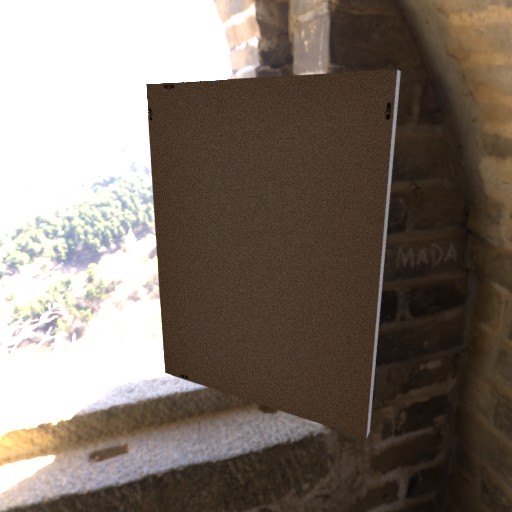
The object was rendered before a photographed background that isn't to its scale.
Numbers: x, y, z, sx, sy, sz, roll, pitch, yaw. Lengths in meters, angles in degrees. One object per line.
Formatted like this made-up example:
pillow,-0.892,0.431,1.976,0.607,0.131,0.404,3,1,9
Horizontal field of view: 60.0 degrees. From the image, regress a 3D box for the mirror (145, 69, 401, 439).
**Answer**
mirror,0.000,0.000,1.357,0.762,1.016,0.041,9,19,27
